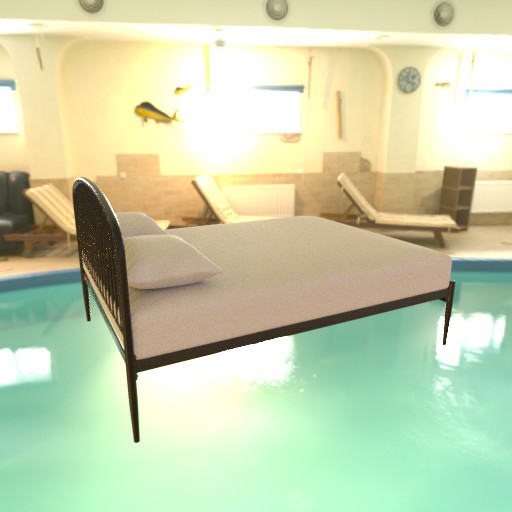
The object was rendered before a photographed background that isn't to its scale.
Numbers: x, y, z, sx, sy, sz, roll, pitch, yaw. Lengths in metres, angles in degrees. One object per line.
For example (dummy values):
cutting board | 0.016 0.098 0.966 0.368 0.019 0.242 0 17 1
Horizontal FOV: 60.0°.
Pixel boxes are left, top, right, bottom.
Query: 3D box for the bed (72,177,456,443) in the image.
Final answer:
bed | 0.000 0.000 3.105 2.159 1.166 1.618 -8 18 -27
